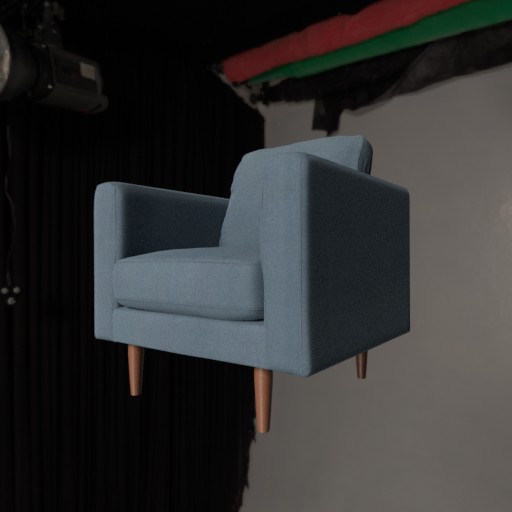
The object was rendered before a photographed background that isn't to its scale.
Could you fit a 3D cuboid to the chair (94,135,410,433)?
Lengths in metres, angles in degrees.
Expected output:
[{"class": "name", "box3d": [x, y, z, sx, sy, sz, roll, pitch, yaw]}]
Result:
[{"class": "chair", "box3d": [0.000, 0.000, 1.578, 0.855, 0.922, 0.820, 0, 0, 37]}]
